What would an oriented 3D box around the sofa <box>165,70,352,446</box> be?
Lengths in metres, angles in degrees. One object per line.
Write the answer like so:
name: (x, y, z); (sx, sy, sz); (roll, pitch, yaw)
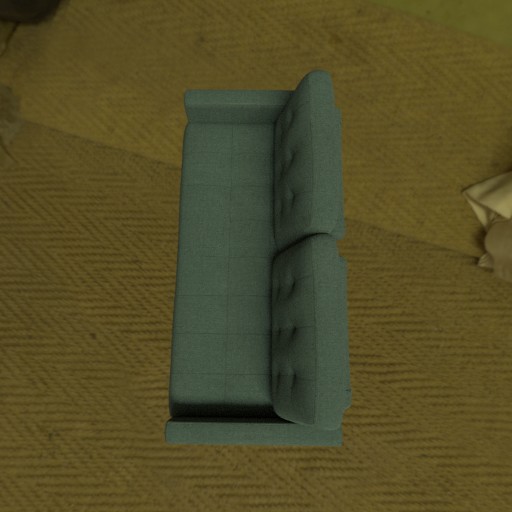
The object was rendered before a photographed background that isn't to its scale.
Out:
sofa: (0.000, 0.000, 2.575); (0.966, 1.050, 2.010); (1, 76, 0)
